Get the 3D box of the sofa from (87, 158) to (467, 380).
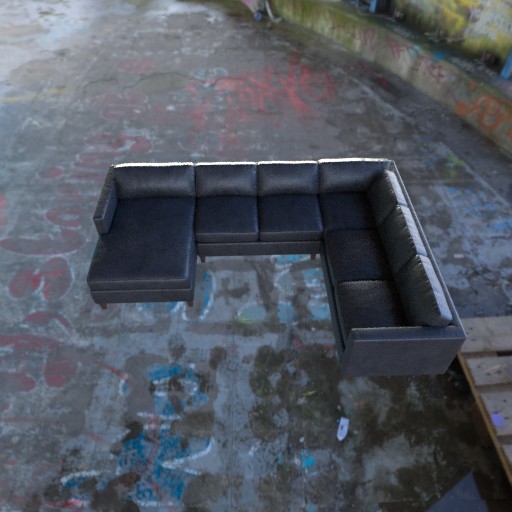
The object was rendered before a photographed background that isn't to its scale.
[{"bbox_3d":[0.000,0.000,4.559,3.324,0.891,2.452,-1,47,-1],"label":"sofa"}]
